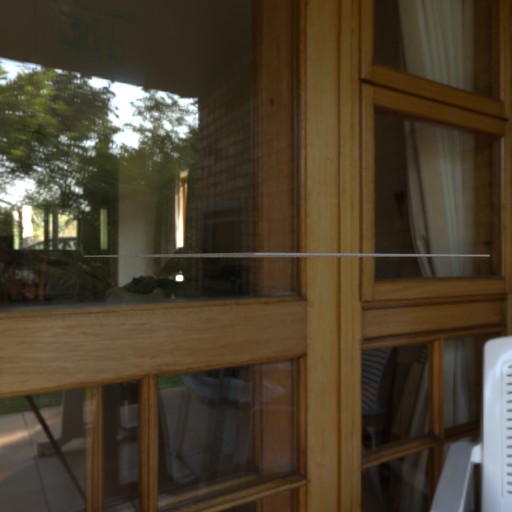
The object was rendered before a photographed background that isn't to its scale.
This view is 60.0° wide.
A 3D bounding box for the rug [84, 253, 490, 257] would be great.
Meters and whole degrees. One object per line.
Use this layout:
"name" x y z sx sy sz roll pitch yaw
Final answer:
"rug" 0.000 0.000 2.901 1.600 0.008 2.235 0 0 -36
